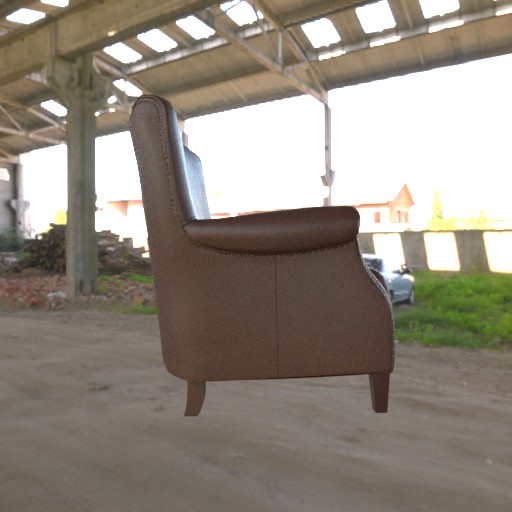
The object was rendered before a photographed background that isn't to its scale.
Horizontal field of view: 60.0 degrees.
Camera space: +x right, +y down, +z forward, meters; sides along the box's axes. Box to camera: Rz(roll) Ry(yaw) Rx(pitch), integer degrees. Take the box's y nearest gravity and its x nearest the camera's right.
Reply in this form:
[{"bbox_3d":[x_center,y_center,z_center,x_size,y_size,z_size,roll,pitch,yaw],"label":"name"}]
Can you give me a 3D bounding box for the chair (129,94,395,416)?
[{"bbox_3d":[0.000,0.000,1.374,0.746,0.800,0.700,0,0,-1],"label":"chair"}]
